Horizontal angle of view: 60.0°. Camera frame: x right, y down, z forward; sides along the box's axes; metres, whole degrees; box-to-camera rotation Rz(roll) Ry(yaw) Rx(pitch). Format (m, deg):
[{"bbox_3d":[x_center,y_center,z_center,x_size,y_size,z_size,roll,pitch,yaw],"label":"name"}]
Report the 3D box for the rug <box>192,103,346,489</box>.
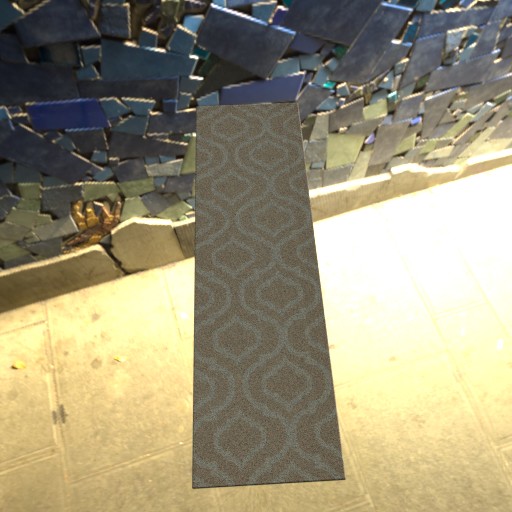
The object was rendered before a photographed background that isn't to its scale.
[{"bbox_3d":[0.000,0.000,2.494,0.691,0.013,2.289,-3,64,-1],"label":"rug"}]
